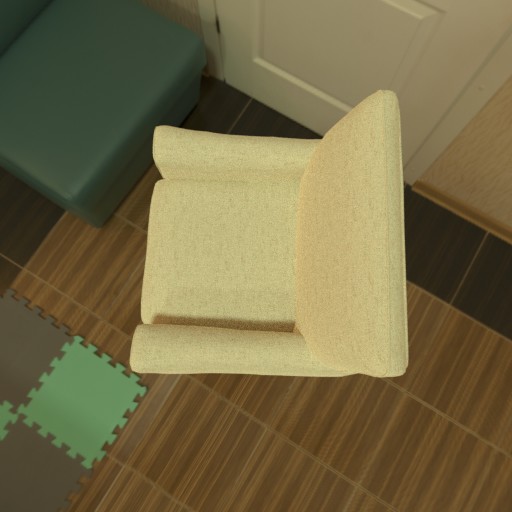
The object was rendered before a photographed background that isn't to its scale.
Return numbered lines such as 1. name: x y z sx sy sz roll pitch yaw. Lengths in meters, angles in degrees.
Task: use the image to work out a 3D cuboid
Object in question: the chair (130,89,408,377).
1. chair: 0.000 0.000 1.653 0.823 0.943 0.870 2 77 1
